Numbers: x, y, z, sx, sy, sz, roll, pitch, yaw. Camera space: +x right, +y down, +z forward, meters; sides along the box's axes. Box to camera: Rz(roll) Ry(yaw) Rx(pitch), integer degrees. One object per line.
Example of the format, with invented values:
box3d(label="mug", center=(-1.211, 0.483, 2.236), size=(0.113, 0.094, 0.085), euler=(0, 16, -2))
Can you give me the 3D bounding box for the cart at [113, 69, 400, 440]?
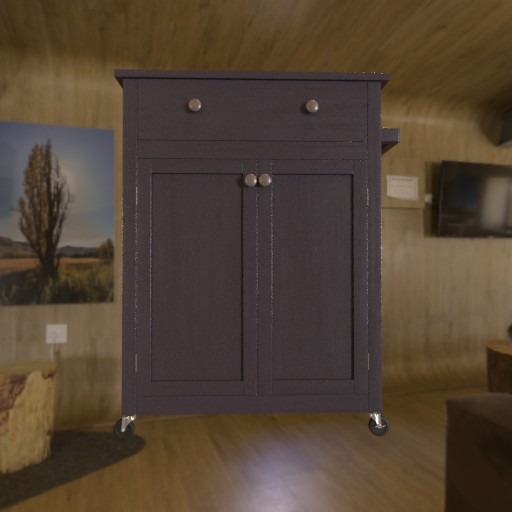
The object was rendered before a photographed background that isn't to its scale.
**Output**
box3d(label="cart", center=(0.000, 0.000, 1.266), size=(0.690, 0.878, 0.449), euler=(0, -1, -2))
